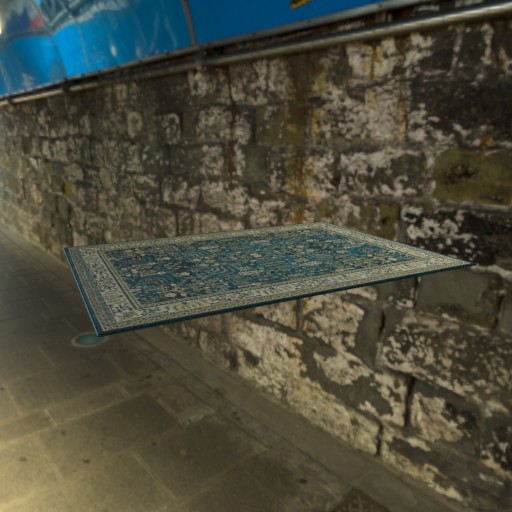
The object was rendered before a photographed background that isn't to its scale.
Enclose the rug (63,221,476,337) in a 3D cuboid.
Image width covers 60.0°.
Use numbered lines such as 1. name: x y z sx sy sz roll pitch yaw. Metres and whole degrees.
1. rug: 0.000 0.000 2.906 2.213 0.013 1.594 -8 17 -26
